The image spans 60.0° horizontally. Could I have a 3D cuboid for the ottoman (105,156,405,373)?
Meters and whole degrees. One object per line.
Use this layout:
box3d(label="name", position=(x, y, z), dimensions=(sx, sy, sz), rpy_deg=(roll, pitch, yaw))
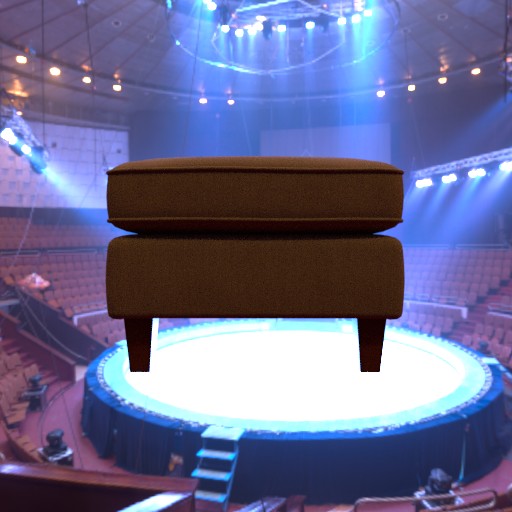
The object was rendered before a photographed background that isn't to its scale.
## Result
box3d(label="ottoman", position=(0.000, 0.000, 1.354), dimensions=(0.636, 0.480, 0.941), rpy_deg=(0, 1, 0))
